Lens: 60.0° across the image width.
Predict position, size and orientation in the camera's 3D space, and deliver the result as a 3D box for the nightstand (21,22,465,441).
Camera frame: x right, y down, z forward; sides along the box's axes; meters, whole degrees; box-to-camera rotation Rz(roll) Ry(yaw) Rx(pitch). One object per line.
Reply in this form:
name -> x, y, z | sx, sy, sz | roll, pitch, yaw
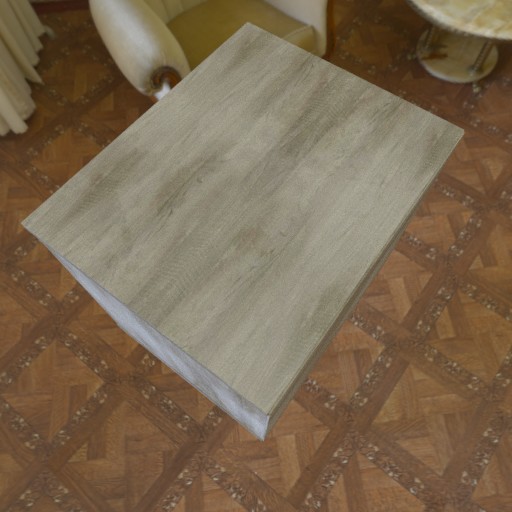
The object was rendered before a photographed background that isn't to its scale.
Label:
nightstand -> 0.000, 0.000, 0.732 | 0.347, 0.448, 0.427 | 34, 69, 15
